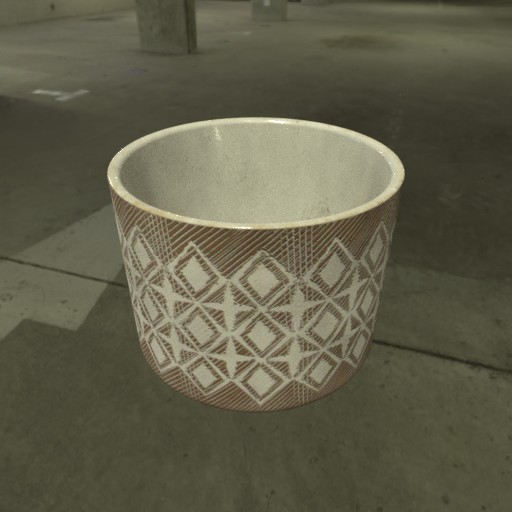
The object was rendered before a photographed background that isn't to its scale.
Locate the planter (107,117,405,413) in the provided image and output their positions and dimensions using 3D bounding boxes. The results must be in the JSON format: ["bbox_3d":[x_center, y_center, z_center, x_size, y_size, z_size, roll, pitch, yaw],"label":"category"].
[{"bbox_3d":[0.000,0.000,0.224,0.126,0.104,0.126,0,33,0],"label":"planter"}]
